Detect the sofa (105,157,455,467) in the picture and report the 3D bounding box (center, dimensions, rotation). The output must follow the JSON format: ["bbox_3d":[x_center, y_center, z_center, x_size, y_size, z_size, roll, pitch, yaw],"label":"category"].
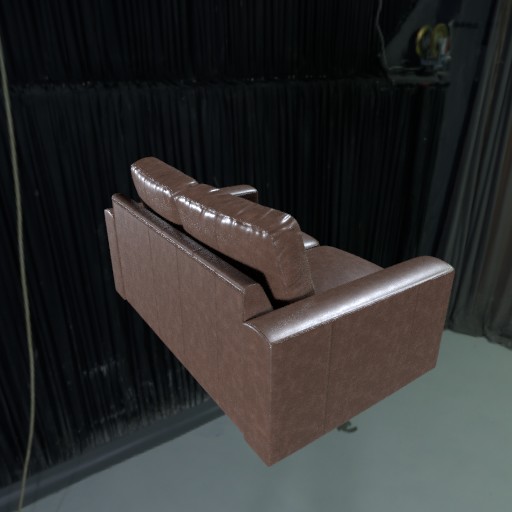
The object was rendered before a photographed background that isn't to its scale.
[{"bbox_3d":[0.000,0.000,2.264,1.016,0.873,1.616,-16,29,-32],"label":"sofa"}]
